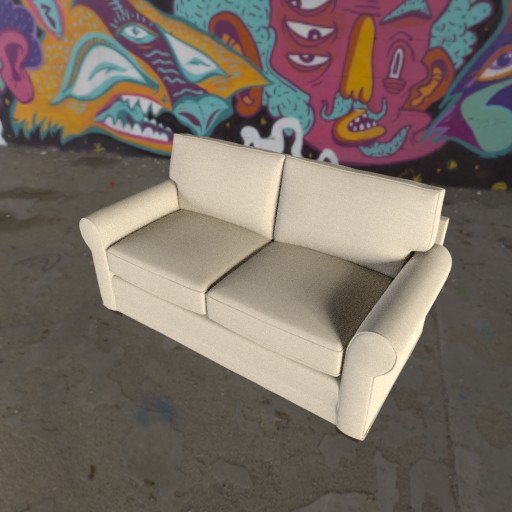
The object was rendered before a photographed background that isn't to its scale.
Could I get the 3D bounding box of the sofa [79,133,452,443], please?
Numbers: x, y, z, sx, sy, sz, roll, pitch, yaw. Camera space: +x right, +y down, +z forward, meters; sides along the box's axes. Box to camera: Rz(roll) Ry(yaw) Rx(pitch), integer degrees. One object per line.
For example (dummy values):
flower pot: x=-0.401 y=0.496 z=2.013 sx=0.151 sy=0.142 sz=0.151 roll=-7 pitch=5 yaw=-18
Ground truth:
sofa: x=0.000 y=0.000 z=2.309 sx=1.774 sy=0.933 sz=0.861 roll=20 pitch=36 yaw=29
